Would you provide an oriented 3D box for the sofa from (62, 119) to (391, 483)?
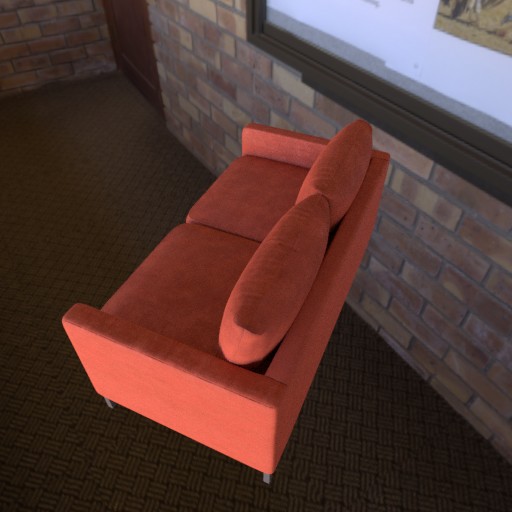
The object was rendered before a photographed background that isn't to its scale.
[{"bbox_3d":[0.000,0.000,2.093,0.864,0.896,1.574,18,48,17],"label":"sofa"}]
